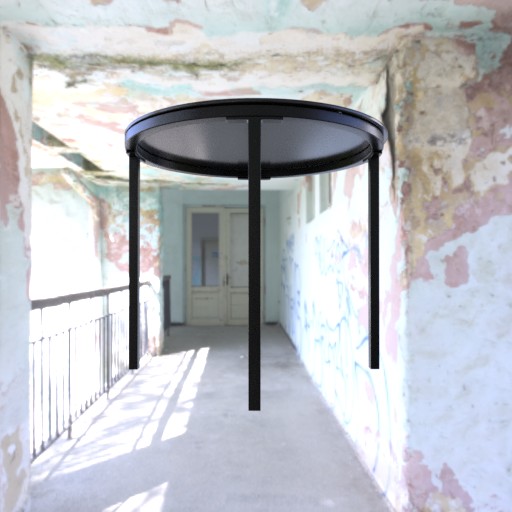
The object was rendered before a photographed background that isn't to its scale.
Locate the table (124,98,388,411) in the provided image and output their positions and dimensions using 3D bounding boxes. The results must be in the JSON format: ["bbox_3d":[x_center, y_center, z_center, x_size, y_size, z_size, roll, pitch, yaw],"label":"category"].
[{"bbox_3d":[0.000,0.000,0.873,0.499,0.443,0.499,0,0,0],"label":"table"}]
